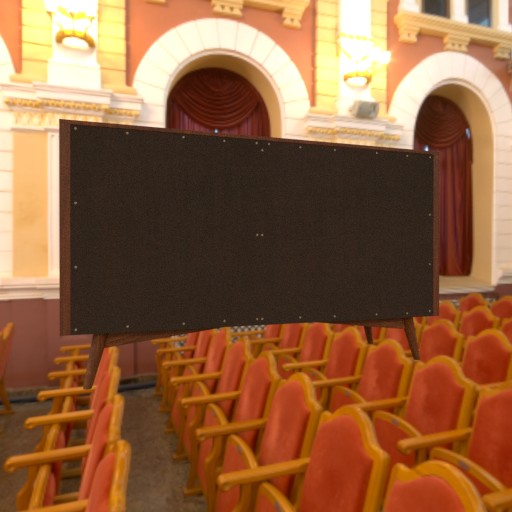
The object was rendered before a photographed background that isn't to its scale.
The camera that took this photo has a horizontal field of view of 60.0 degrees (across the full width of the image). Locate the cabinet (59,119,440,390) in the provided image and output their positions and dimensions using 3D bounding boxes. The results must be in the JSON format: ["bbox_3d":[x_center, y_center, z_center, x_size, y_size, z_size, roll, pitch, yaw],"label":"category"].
[{"bbox_3d":[0.000,0.000,1.996,1.575,0.940,0.505,0,0,-18],"label":"cabinet"}]
